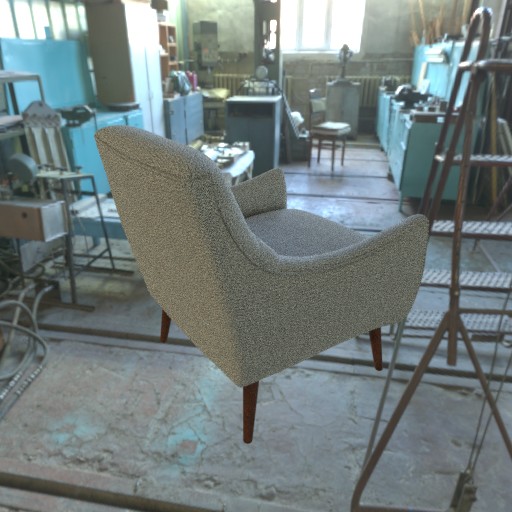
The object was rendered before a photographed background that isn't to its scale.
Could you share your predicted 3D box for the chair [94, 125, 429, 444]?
[{"bbox_3d":[0.000,0.000,1.449,0.787,0.838,0.762,-16,30,-31],"label":"chair"}]
